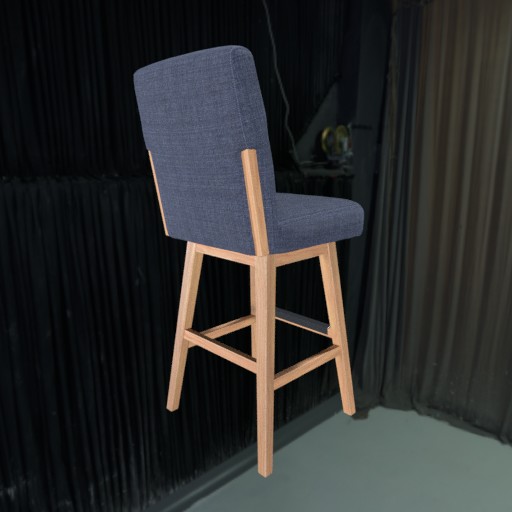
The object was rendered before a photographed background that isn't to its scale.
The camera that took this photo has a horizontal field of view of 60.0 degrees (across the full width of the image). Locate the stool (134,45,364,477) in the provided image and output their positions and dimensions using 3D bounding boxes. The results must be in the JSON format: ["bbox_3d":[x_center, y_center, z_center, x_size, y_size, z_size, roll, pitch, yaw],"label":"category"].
[{"bbox_3d":[0.000,0.000,1.401,0.570,1.112,0.483,-13,18,-43],"label":"stool"}]
